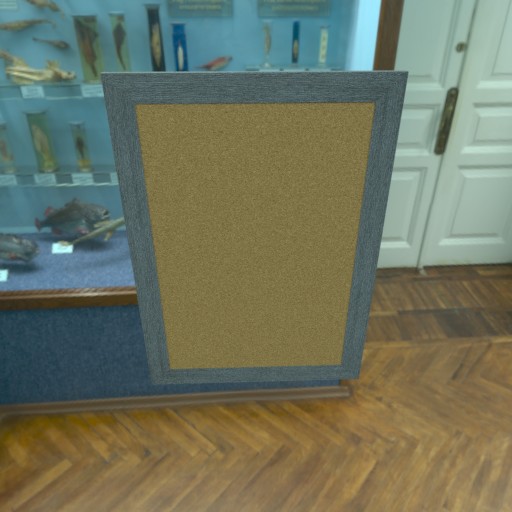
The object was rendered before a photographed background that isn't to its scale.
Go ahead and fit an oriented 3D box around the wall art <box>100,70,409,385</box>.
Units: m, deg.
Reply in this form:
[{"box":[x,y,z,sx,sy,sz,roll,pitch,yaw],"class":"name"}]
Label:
[{"box":[0.000,0.000,1.382,0.768,1.070,0.020,-1,30,-2],"class":"wall art"}]
